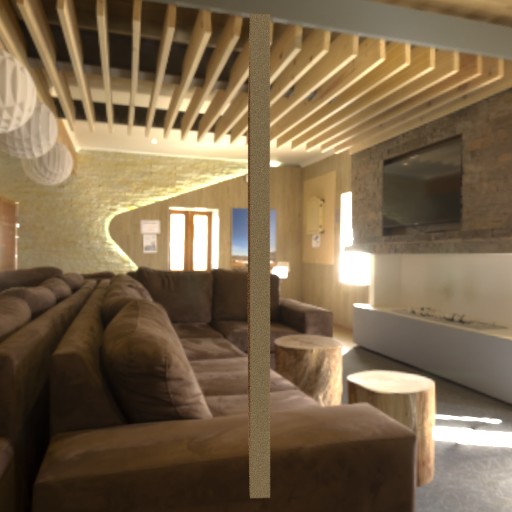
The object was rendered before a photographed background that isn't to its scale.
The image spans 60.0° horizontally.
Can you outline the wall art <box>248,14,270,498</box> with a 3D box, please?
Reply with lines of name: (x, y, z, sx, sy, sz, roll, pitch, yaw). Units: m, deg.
wall art: (0.000, 0.000, 1.143, 0.038, 0.914, 0.610, 0, 0, -1)
